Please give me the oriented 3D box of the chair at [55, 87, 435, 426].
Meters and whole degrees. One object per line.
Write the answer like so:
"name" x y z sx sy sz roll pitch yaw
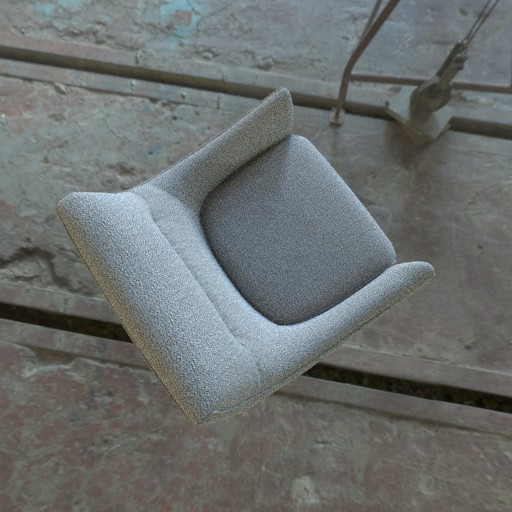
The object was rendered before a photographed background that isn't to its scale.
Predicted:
"chair" 0.000 0.000 1.427 0.787 0.838 0.762 -34 79 -8
